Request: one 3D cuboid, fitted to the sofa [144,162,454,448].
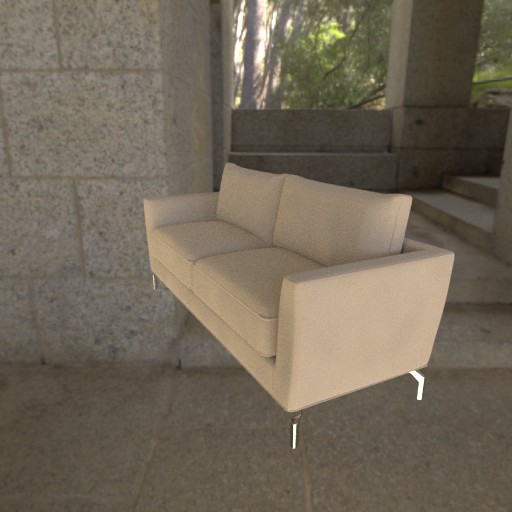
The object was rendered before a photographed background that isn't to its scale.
[{"bbox_3d":[0.000,0.000,2.777,0.868,1.005,2.214,-8,18,-27],"label":"sofa"}]
